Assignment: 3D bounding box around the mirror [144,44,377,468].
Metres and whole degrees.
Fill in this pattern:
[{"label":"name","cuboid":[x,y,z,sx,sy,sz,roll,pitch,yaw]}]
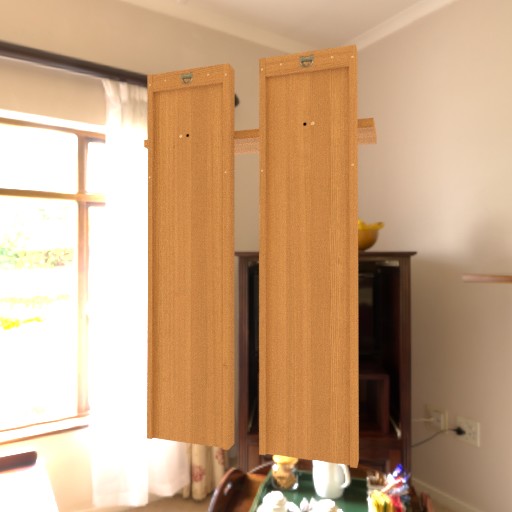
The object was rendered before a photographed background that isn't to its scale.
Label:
[{"label":"mirror","cuboid":[0.000,0.000,1.539,0.800,1.250,0.260,0,-1,18]}]
